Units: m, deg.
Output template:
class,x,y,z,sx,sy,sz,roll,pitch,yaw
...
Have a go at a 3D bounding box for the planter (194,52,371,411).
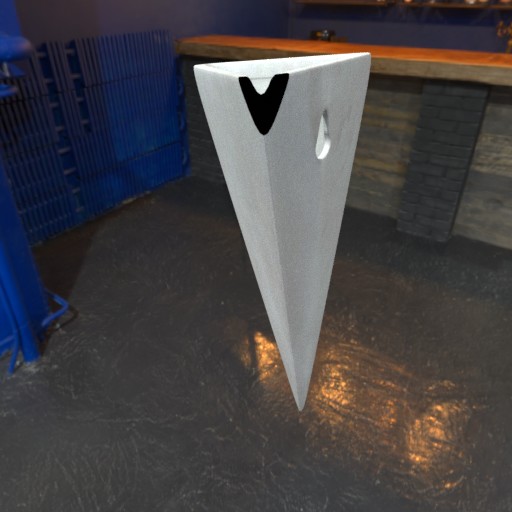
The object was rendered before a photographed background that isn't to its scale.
class,x,y,z,sx,sy,sz,roll,pitch,yaw
planter,0.000,0.000,0.157,0.047,0.130,0.058,21,37,30
